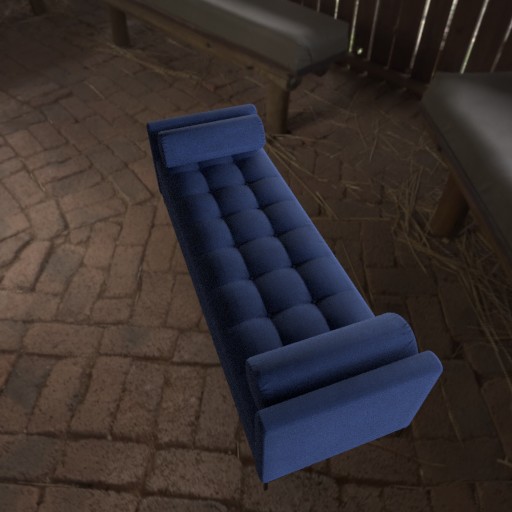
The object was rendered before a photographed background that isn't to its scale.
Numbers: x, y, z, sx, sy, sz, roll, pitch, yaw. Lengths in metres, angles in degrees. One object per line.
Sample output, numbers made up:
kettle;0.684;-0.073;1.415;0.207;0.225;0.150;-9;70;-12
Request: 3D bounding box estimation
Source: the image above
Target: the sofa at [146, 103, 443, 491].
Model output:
sofa;0.000;0.000;2.312;0.686;0.635;1.981;-15;49;-14
